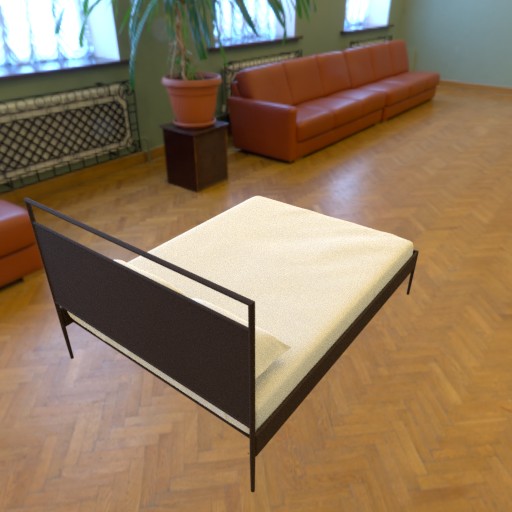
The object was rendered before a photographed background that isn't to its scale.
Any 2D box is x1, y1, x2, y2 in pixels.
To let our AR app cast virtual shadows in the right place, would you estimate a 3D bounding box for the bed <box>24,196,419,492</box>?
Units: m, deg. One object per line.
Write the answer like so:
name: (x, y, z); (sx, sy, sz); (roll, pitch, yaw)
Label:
bed: (0.000, 0.000, 3.030); (1.572, 1.173, 2.122); (21, 37, 31)
